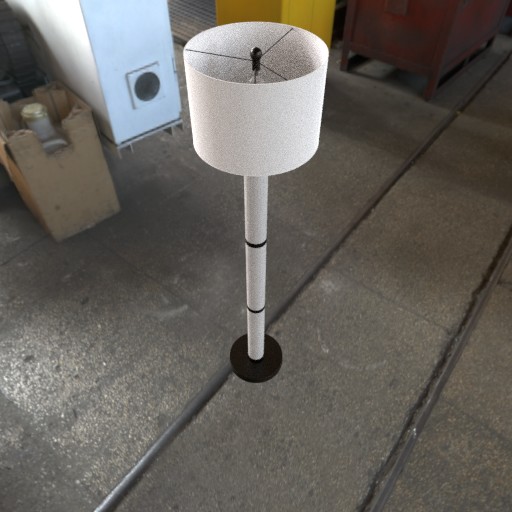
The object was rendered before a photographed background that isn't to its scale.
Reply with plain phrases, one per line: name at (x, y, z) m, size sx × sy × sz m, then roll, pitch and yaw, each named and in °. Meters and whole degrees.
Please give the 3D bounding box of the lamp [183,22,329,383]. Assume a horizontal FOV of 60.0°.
lamp at (0.000, 0.000, 1.733) m, size 0.377 × 1.599 × 0.377 m, roll 3°, pitch 48°, yaw 3°
